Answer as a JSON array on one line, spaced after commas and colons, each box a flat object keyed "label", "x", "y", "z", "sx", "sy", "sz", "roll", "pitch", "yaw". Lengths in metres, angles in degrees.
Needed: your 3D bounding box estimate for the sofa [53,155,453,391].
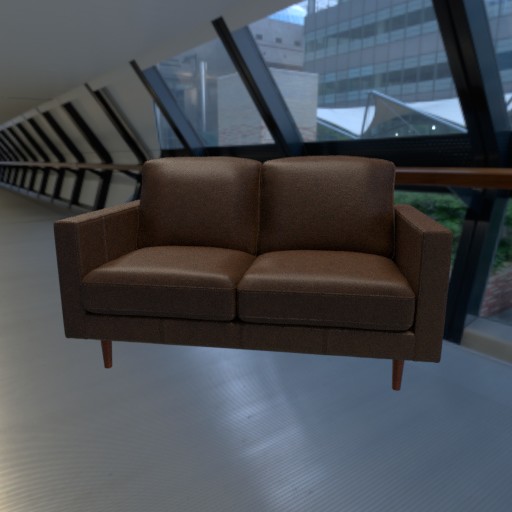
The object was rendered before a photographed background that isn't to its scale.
[{"label": "sofa", "x": 0.000, "y": 0.000, "z": 2.160, "sx": 1.578, "sy": 0.951, "sz": 0.909, "roll": 2, "pitch": 13, "yaw": 8}]
